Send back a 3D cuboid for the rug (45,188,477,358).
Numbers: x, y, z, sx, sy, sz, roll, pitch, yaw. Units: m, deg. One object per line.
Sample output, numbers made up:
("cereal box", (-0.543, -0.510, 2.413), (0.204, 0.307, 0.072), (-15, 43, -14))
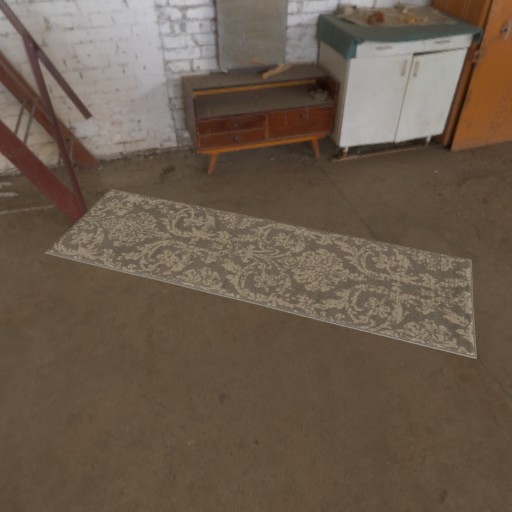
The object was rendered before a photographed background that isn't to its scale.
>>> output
("rug", (0.000, 0.000, 2.378), (2.196, 0.011, 0.662), (12, 43, 13))
